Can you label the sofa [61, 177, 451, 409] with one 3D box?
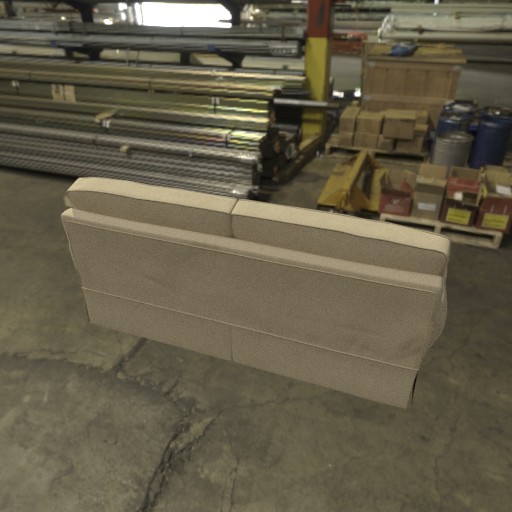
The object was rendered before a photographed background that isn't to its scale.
[{"bbox_3d":[0.000,0.000,2.787,2.246,1.014,0.900,11,34,17],"label":"sofa"}]
